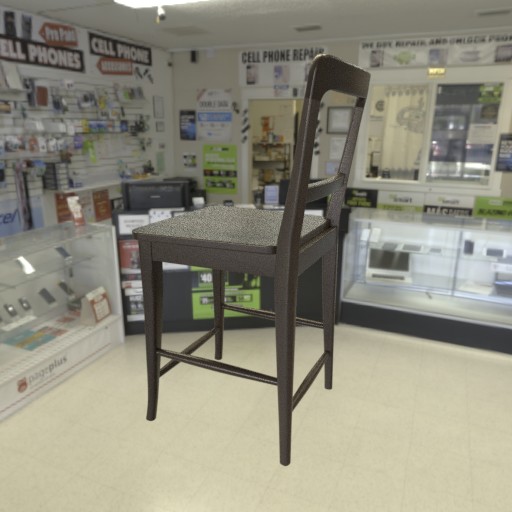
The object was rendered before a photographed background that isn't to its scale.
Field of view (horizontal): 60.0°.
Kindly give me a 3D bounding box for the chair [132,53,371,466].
[{"bbox_3d":[0.000,0.000,1.272,0.546,0.991,0.450,8,18,25],"label":"chair"}]
